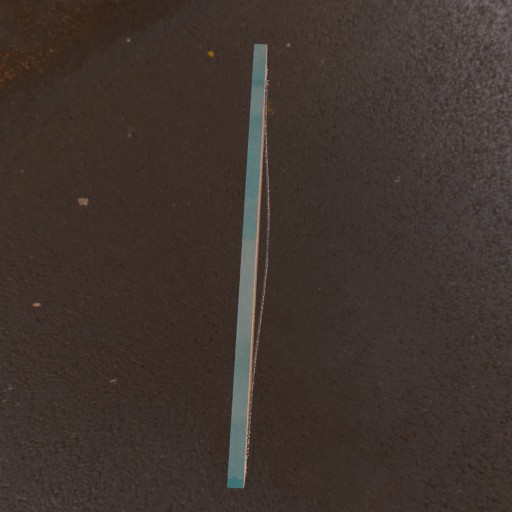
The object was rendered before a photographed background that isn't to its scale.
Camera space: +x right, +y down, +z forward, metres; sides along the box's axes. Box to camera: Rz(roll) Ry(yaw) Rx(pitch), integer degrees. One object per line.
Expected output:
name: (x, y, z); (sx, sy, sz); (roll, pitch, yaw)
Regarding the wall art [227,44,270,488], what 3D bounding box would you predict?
wall art: (0.000, 0.000, 0.855); (0.044, 0.254, 0.759); (3, 75, 1)
